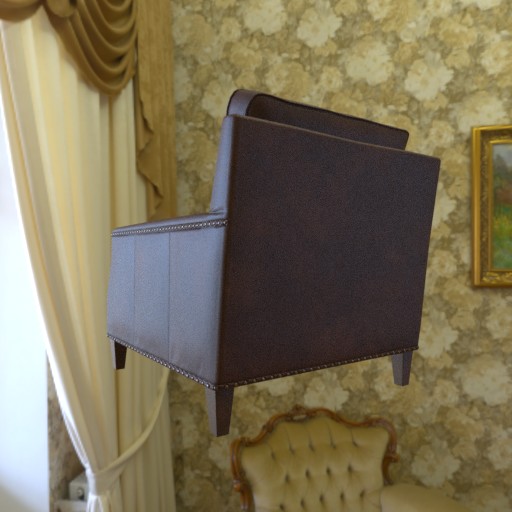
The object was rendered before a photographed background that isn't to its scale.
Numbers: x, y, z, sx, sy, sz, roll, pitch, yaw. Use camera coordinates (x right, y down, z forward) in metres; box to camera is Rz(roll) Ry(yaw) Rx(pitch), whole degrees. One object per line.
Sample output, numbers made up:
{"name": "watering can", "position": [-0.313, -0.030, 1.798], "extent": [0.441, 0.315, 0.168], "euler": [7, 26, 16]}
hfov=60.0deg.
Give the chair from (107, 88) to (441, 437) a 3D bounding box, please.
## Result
{"name": "chair", "position": [0.000, 0.000, 1.687], "extent": [0.853, 0.929, 1.014], "euler": [0, 0, -35]}
